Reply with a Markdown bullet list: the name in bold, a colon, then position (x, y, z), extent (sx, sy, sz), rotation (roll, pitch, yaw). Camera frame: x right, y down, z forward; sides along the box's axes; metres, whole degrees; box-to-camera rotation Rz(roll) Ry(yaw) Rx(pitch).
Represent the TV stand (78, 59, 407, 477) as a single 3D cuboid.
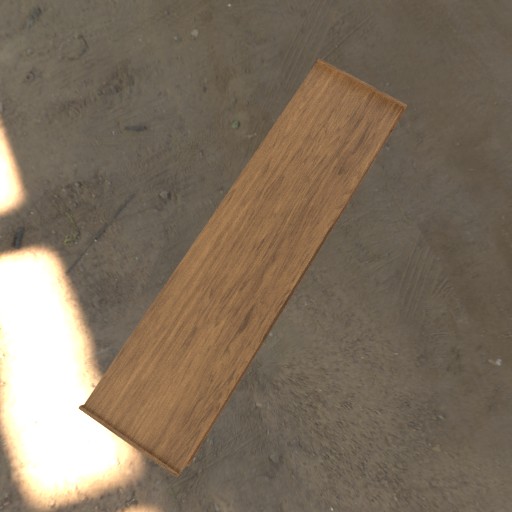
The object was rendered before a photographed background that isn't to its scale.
- **TV stand**: position (0.000, 0.000, 2.018), extent (0.467, 0.415, 1.796), rotation (31, 78, 7)
